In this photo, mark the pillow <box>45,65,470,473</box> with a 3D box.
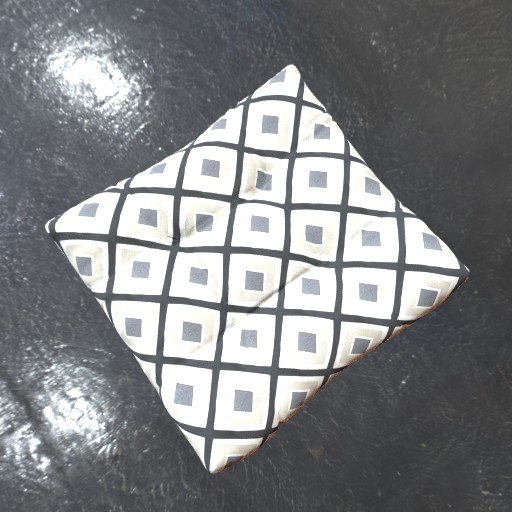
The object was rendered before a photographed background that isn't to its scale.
[{"bbox_3d":[0.000,0.000,0.713,0.490,0.128,0.468,-36,79,-8],"label":"pillow"}]
